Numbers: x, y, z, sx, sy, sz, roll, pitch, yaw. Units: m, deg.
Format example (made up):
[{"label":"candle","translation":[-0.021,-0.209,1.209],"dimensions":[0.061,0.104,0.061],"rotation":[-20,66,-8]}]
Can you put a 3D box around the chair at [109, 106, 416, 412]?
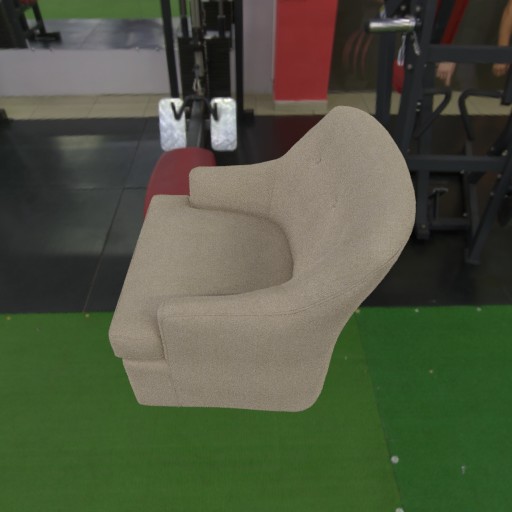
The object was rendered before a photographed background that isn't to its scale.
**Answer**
[{"label":"chair","translation":[0.000,0.000,1.626],"dimensions":[0.923,0.856,0.864],"rotation":[1,42,1]}]
